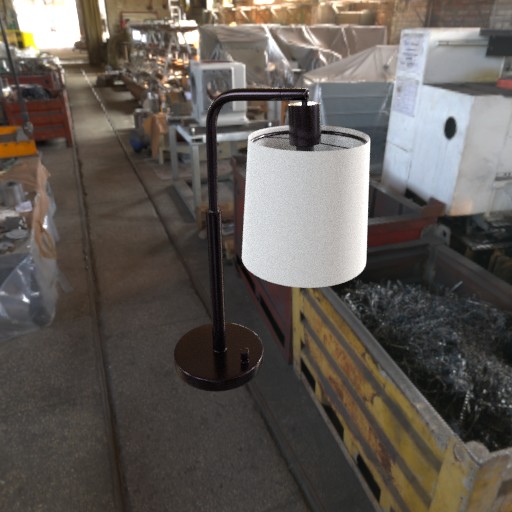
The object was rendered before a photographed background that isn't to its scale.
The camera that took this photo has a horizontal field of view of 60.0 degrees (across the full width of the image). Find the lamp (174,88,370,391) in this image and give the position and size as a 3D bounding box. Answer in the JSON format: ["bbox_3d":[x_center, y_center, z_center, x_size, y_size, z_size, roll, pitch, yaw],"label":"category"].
[{"bbox_3d":[0.000,0.000,0.672,0.333,0.489,0.171,18,33,31],"label":"lamp"}]
